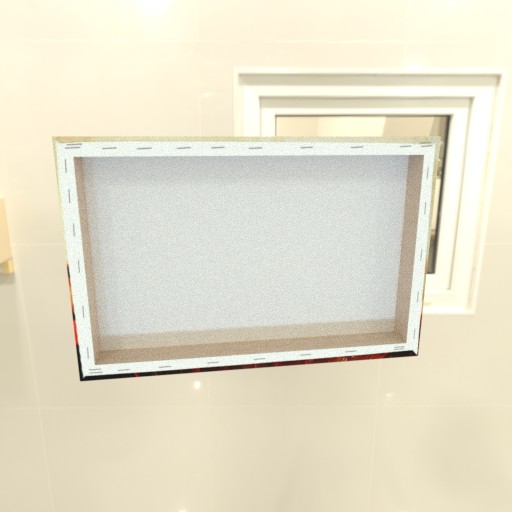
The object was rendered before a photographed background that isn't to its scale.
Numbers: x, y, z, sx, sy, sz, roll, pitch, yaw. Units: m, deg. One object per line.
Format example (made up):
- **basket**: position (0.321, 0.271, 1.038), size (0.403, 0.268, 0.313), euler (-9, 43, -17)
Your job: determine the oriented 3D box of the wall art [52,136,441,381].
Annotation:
- **wall art**: position (0.000, 0.000, 0.482), size (0.383, 0.251, 0.037), euler (-2, 15, -8)
